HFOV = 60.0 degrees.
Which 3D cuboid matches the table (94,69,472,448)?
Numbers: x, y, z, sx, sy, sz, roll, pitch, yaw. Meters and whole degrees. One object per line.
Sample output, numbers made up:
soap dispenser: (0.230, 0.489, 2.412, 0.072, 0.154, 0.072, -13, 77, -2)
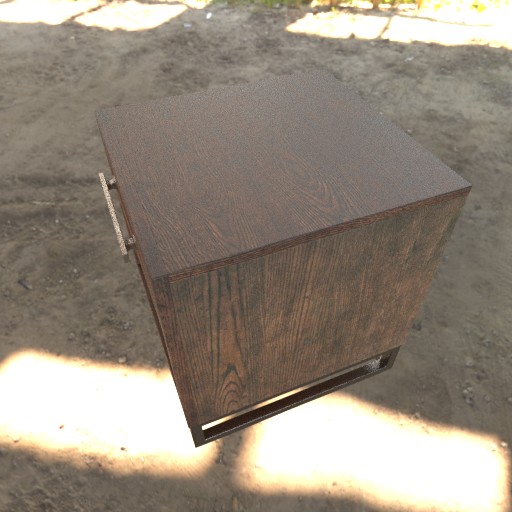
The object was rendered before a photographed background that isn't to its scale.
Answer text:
table: (0.000, 0.000, 1.026, 0.566, 0.582, 0.506, -17, 48, -16)
